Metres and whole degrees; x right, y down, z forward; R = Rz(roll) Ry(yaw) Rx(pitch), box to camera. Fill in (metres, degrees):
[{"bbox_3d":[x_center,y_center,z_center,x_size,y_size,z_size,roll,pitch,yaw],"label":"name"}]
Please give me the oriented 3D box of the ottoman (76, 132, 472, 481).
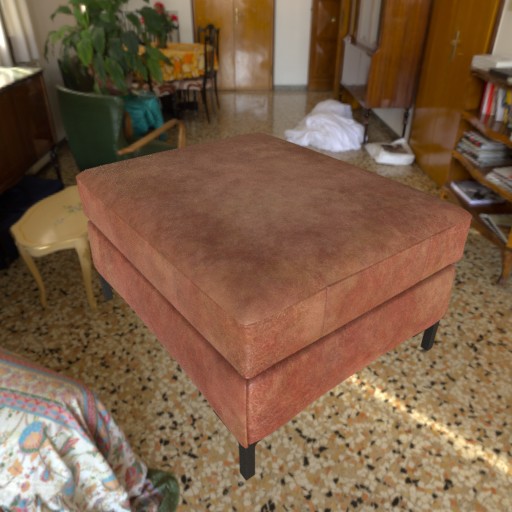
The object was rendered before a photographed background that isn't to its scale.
[{"bbox_3d":[0.000,0.000,1.765,0.965,0.667,1.186,-22,38,-31],"label":"ottoman"}]
